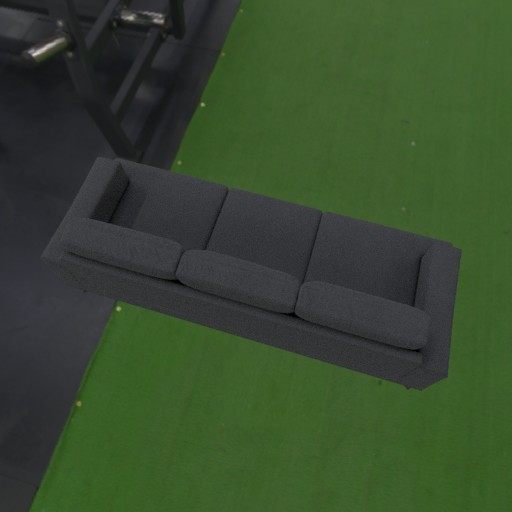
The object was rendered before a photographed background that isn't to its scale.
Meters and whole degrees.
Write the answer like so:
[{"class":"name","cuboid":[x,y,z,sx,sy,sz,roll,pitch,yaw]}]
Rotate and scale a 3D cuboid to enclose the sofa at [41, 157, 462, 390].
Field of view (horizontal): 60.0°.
[{"class":"sofa","cuboid":[0.000,0.000,2.712,2.310,0.810,0.920,15,65,7]}]
